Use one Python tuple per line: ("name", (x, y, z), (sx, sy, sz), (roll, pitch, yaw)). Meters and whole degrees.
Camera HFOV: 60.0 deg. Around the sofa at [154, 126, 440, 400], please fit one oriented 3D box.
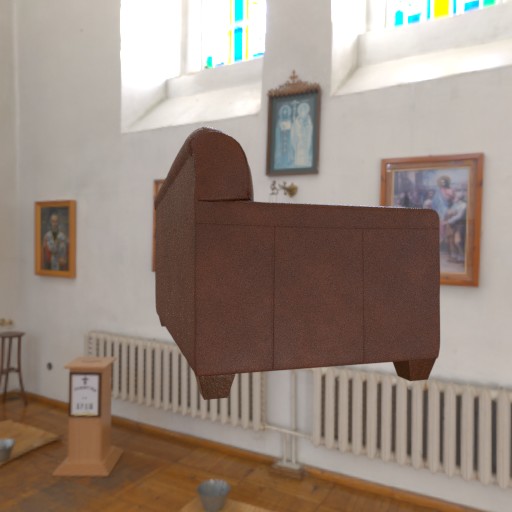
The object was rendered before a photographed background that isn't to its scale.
("sofa", (0.000, 0.000, 2.439), (1.000, 0.966, 1.856), (0, -1, -17))
